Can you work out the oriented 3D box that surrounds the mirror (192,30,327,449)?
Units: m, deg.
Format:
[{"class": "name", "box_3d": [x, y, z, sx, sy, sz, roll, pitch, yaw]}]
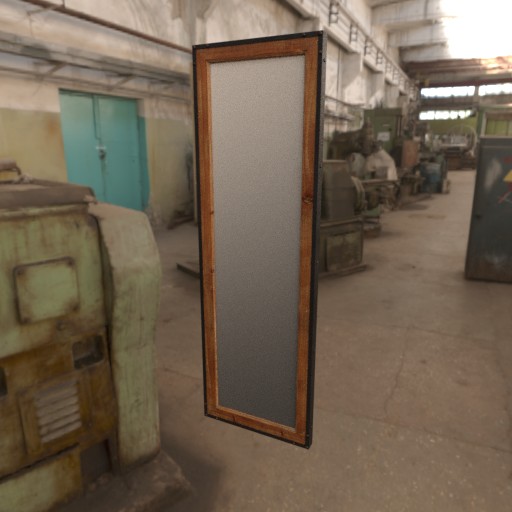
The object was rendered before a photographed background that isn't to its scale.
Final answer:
[{"class": "mirror", "box_3d": [0.000, 0.000, 1.200, 0.354, 1.080, 0.042, 7, 16, 26]}]
